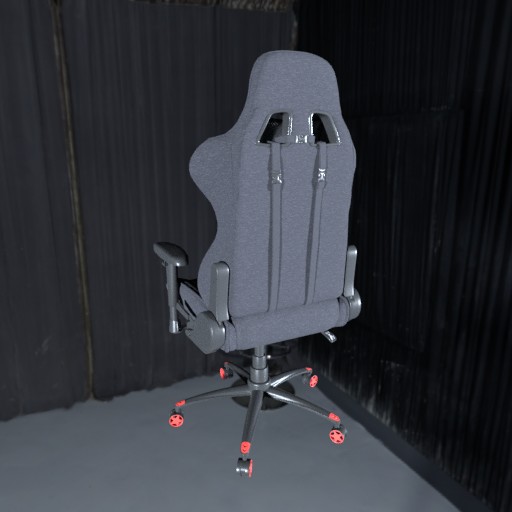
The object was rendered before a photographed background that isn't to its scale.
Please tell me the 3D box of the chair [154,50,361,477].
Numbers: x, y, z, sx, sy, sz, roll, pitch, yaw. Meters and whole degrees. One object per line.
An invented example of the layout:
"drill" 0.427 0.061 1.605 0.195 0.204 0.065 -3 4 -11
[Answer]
"chair" 0.000 0.000 1.651 0.695 1.326 0.658 -7 16 -26
